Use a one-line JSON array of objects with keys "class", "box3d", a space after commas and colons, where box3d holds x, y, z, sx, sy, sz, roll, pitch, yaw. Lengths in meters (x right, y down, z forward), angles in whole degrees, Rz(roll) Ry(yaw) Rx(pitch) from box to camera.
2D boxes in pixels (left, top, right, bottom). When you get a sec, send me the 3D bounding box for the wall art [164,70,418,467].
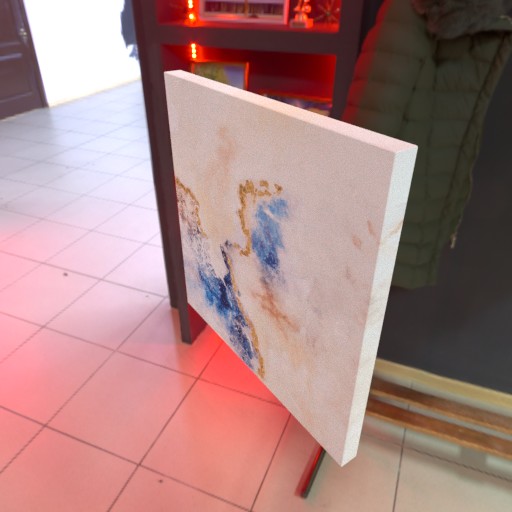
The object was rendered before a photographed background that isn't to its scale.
[{"class": "wall art", "box3d": [0.000, 0.000, 1.545, 0.071, 1.061, 1.061, -21, 38, -29]}]
